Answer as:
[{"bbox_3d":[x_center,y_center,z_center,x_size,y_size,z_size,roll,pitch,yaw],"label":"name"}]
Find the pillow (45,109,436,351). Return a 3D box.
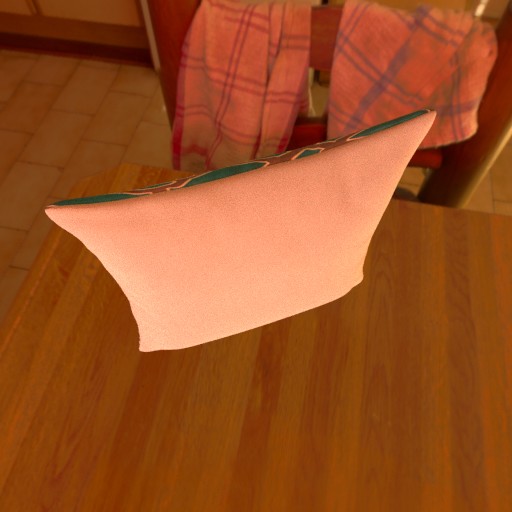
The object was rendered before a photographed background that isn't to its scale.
[{"bbox_3d":[0.000,0.000,0.778,0.526,0.507,0.166,-16,60,-10],"label":"pillow"}]
